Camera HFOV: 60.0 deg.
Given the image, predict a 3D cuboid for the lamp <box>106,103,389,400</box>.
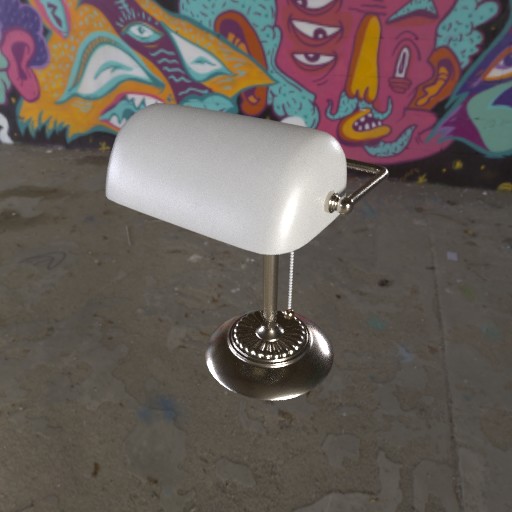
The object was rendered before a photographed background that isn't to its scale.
[{"bbox_3d":[0.000,0.000,0.510,0.264,0.339,0.243,20,37,29],"label":"lamp"}]
